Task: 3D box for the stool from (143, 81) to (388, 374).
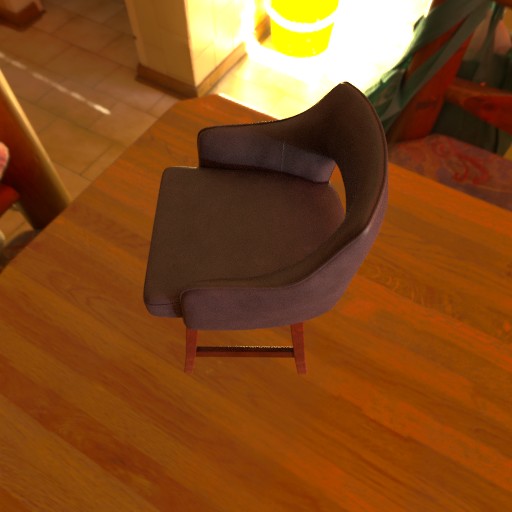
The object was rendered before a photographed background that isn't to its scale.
[{"bbox_3d":[0.000,0.000,1.315,0.560,0.936,0.550,0,58,0],"label":"stool"}]
